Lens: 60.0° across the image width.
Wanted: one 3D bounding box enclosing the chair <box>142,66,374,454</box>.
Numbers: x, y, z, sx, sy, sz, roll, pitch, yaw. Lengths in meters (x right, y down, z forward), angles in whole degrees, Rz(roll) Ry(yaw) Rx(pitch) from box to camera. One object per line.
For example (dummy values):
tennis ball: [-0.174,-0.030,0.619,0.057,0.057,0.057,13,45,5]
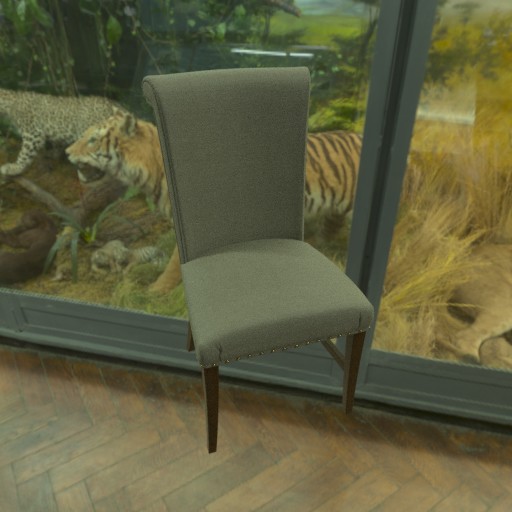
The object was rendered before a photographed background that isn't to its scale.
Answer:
chair: [0.000,0.000,1.363,0.513,0.988,0.608,-10,34,-15]
